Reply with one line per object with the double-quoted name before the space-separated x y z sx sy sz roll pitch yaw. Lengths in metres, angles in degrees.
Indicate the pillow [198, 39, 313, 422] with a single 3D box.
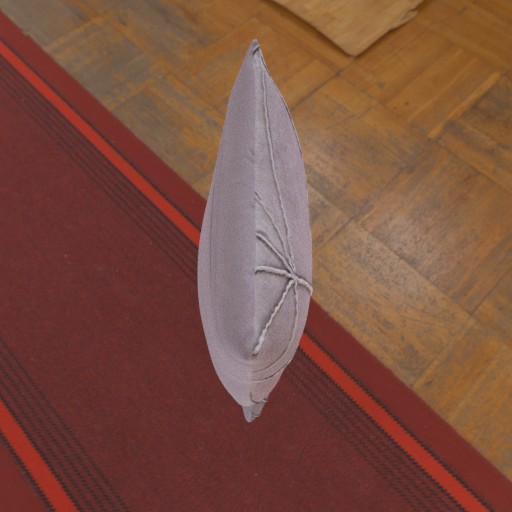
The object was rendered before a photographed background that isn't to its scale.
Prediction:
"pillow" 0.000 0.000 0.683 0.185 0.440 0.439 0 64 0
